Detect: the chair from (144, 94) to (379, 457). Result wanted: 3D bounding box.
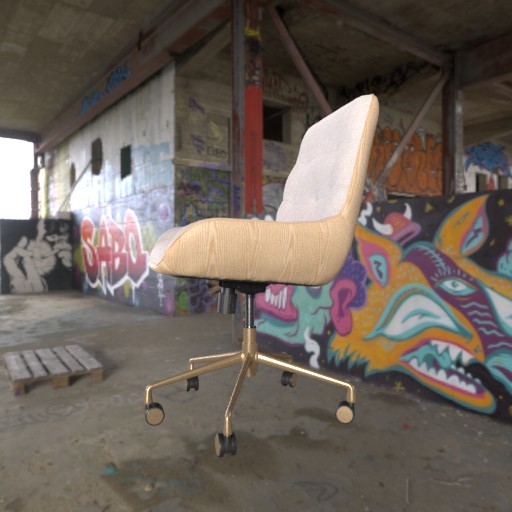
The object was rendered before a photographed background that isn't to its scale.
[{"bbox_3d":[0.000,0.000,1.351,0.668,0.952,0.564,0,1,-18],"label":"chair"}]
